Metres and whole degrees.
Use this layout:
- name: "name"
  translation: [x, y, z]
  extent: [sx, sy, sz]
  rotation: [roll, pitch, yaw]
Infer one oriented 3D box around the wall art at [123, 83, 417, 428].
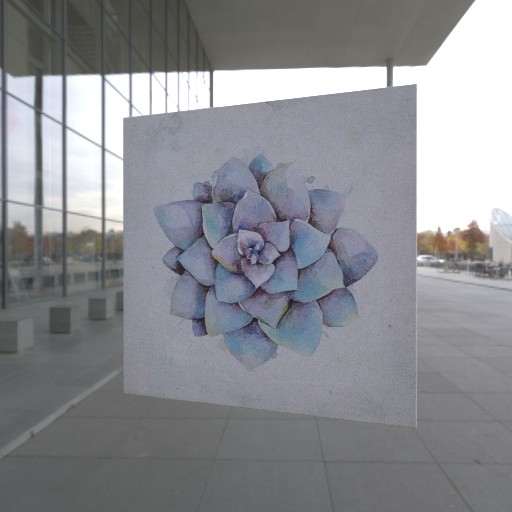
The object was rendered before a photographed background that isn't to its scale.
- name: "wall art"
  translation: [0.000, 0.000, 1.117]
  extent: [0.762, 0.762, 0.038]
  rotation: [0, 0, 19]
